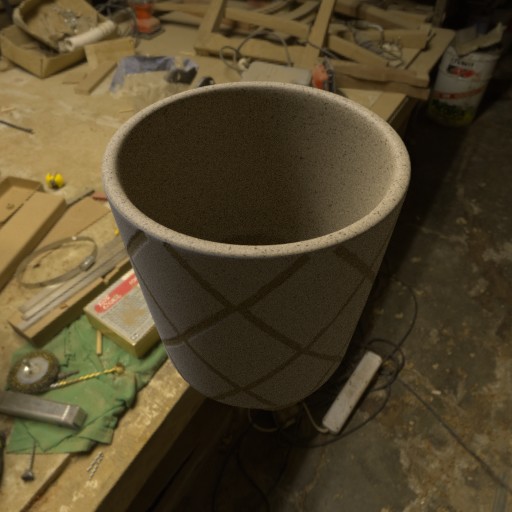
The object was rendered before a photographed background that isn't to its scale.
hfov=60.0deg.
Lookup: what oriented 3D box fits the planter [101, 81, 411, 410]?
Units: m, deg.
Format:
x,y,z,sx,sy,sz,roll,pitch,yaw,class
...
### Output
x,y,z,sx,sy,sz,roll,pitch,yaw,class
0.000,0.000,0.417,0.228,0.235,0.228,0,46,0,planter
